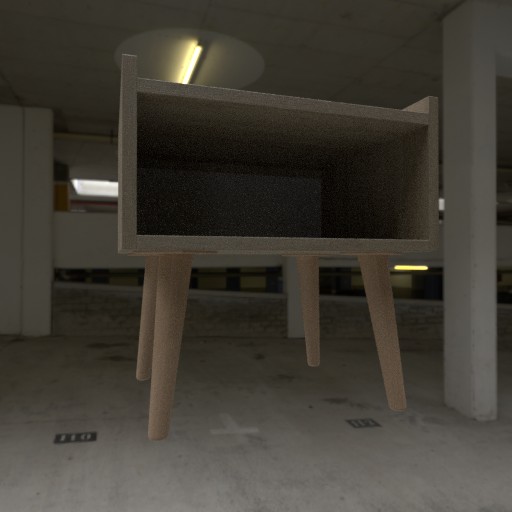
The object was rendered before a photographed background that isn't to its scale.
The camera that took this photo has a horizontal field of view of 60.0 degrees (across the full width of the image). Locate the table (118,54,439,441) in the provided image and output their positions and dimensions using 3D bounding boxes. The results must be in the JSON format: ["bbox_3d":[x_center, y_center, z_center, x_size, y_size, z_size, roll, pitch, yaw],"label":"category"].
[{"bbox_3d":[0.000,0.000,0.764,0.450,0.470,0.370,0,-1,-18],"label":"table"}]
